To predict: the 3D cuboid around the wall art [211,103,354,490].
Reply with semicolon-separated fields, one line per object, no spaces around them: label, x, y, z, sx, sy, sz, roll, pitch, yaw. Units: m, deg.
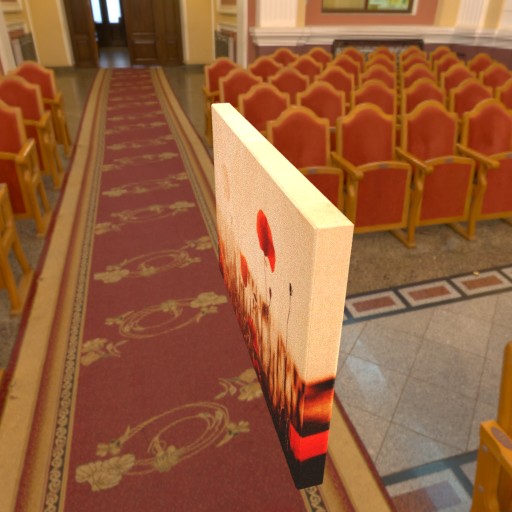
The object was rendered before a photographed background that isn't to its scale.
wall art;0.000;0.000;0.775;0.040;0.402;0.613;-7;30;-12
